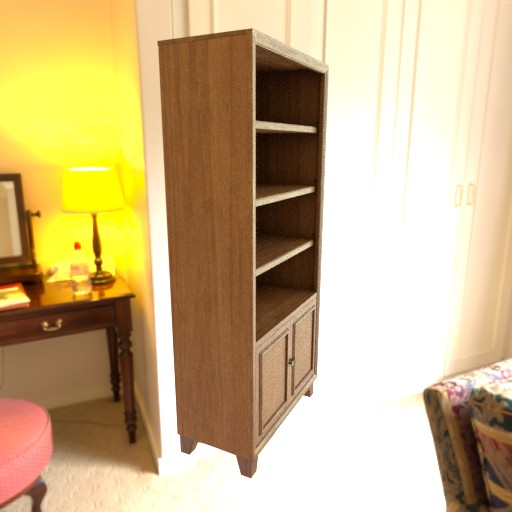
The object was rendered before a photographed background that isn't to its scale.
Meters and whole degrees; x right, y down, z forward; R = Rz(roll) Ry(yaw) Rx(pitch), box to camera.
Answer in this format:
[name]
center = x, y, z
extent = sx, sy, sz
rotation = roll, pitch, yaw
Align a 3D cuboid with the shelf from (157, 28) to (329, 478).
[shelf]
center = 0.000, 0.000, 2.296
extent = 0.453, 1.930, 0.864
rotation = 7, 16, 27
